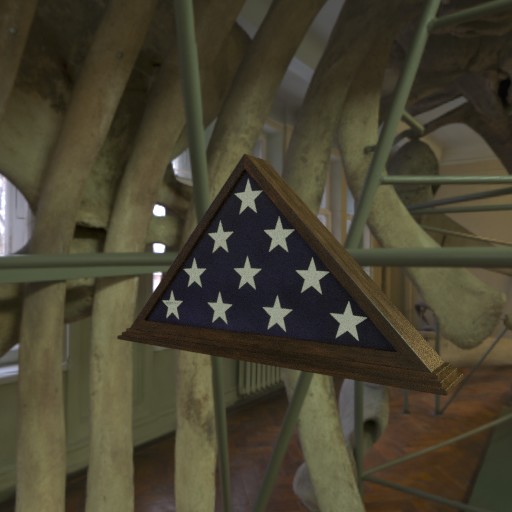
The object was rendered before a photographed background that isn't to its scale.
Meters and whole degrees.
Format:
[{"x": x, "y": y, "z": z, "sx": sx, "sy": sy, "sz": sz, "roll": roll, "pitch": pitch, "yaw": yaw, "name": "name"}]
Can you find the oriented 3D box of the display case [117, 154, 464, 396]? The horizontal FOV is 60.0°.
[{"x": 0.000, "y": 0.000, "z": 0.763, "sx": 0.640, "sy": 0.340, "sz": 0.095, "roll": 0, "pitch": -1, "yaw": 36, "name": "display case"}]
